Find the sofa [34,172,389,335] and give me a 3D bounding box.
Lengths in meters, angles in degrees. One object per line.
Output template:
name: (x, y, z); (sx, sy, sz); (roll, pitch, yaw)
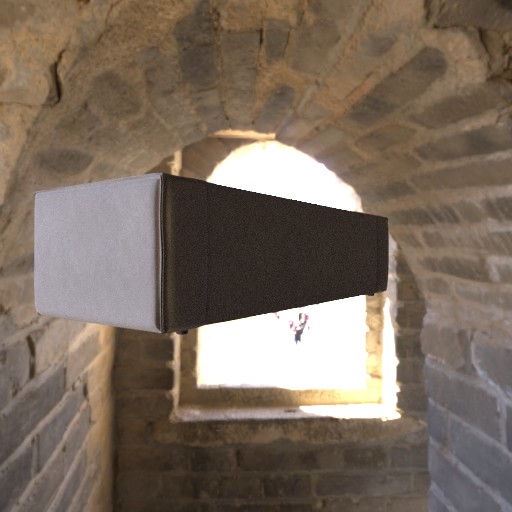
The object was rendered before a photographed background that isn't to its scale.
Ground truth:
sofa: (0.000, 0.000, 3.099); (1.038, 0.680, 2.697); (0, 0, 36)
